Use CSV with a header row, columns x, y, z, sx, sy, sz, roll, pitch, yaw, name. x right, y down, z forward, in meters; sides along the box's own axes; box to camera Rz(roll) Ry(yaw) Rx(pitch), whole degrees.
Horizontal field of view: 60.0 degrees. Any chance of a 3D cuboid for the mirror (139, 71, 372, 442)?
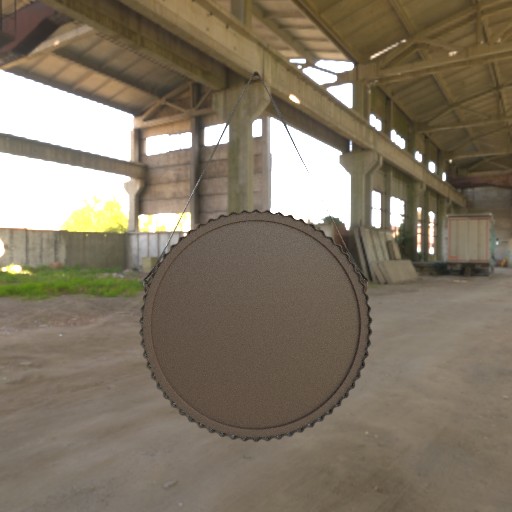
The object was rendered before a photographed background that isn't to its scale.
x,y,z,sx,sy,sz,roll,pitch,yaw,name
0.000,0.000,0.691,0.355,0.568,0.042,0,1,-1,mirror
